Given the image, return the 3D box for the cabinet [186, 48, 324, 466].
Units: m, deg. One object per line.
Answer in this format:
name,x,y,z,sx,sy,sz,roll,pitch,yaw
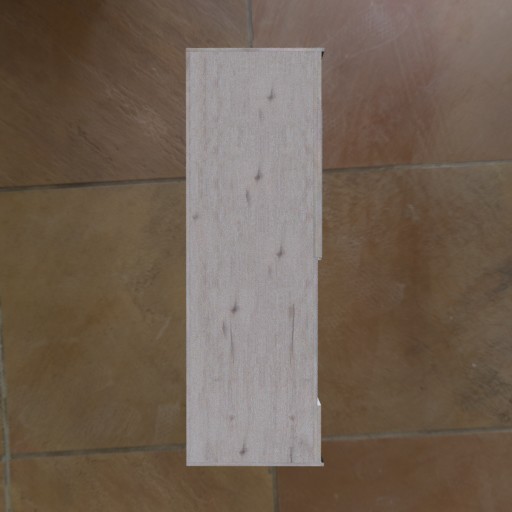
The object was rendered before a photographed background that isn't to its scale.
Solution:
cabinet,0.000,0.000,3.210,0.660,2.180,2.000,0,90,0
